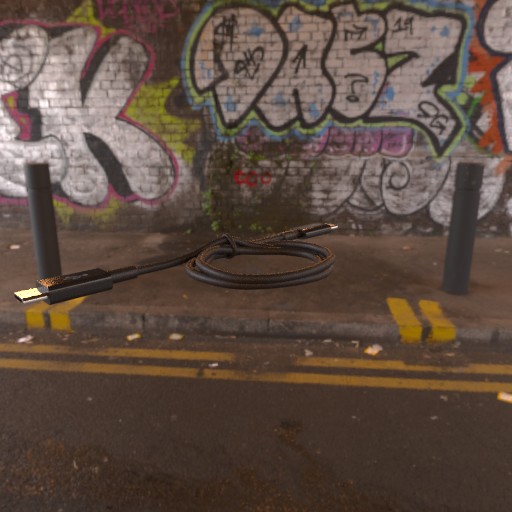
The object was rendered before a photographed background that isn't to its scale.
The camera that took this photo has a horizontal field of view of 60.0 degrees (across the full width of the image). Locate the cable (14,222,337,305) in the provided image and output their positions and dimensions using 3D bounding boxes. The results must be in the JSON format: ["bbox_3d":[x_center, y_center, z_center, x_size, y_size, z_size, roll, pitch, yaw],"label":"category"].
[{"bbox_3d":[0.000,0.000,0.209,0.192,0.014,0.070,-15,21,-43],"label":"cable"}]
